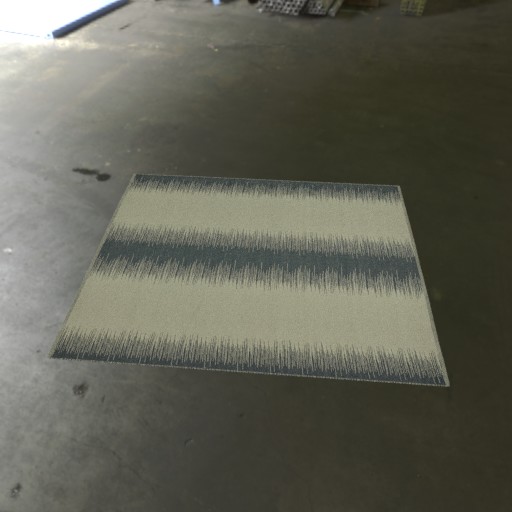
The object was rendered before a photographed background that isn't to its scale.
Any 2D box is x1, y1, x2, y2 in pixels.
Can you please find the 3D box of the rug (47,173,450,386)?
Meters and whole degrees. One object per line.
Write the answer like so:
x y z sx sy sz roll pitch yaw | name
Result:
0.000 0.000 4.164 3.037 0.004 2.453 3 45 3 | rug
